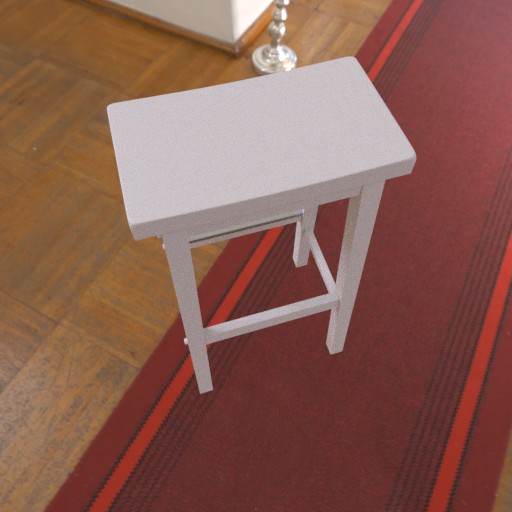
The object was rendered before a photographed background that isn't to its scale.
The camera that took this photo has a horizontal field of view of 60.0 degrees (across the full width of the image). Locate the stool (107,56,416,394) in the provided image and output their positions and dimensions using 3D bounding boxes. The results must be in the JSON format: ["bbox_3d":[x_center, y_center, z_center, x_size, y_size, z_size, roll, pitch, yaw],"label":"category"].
[{"bbox_3d":[0.000,0.000,0.965,0.406,0.742,0.322,-15,61,-8],"label":"stool"}]
